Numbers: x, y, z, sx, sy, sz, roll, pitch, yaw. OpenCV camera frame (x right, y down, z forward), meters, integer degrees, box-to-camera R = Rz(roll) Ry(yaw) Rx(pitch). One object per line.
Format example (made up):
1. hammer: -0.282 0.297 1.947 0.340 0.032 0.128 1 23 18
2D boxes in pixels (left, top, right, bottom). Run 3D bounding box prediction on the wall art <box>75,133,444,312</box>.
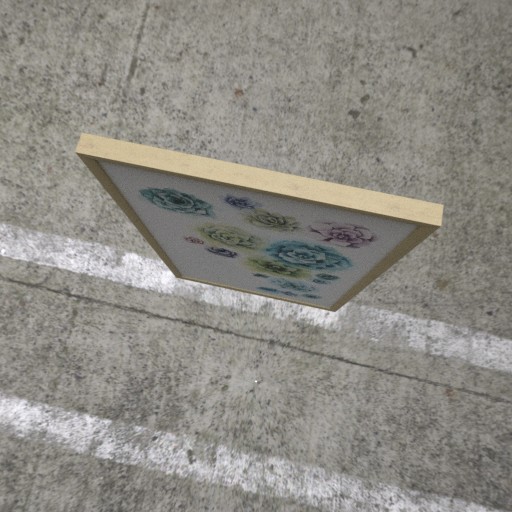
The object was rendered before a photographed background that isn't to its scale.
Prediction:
1. wall art: 0.000 0.000 0.994 0.510 0.810 0.039 12 75 3
